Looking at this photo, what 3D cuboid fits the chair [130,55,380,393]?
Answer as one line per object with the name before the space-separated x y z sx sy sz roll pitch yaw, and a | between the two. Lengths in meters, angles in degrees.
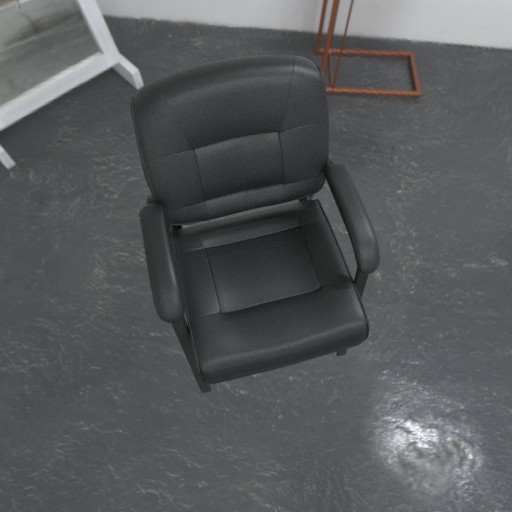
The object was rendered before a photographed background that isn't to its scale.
chair | 0.000 0.000 1.330 0.591 0.910 0.668 -14 66 -6
